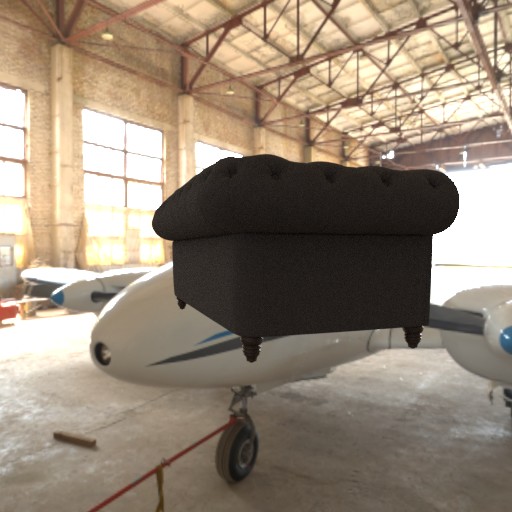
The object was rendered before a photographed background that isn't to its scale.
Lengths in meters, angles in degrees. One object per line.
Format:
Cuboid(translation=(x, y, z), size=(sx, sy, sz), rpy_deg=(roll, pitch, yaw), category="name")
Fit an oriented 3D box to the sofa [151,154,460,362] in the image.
Cuboid(translation=(0.000, 0.000, 2.455), size=(0.986, 0.764, 1.998), rpy_deg=(0, 1, -19), category="sofa")
